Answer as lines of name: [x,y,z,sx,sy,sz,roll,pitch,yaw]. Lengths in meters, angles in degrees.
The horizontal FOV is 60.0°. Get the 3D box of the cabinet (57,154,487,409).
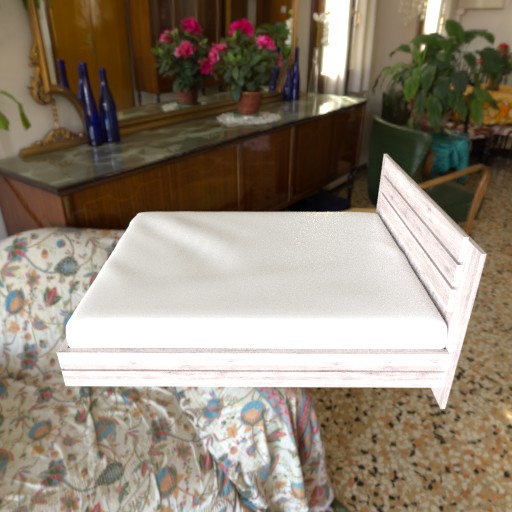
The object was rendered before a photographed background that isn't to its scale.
cabinet: [0.000,0.000,2.983,2.080,0.970,1.750,0,27,0]
